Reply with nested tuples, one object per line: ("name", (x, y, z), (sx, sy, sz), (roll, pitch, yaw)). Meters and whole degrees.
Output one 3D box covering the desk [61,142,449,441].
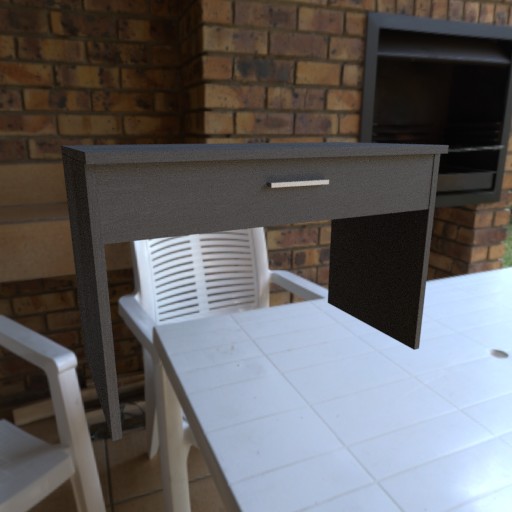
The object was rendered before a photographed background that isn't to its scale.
("desk", (0.000, 0.000, 1.506), (1.099, 0.729, 0.557), (-8, 17, -27))
